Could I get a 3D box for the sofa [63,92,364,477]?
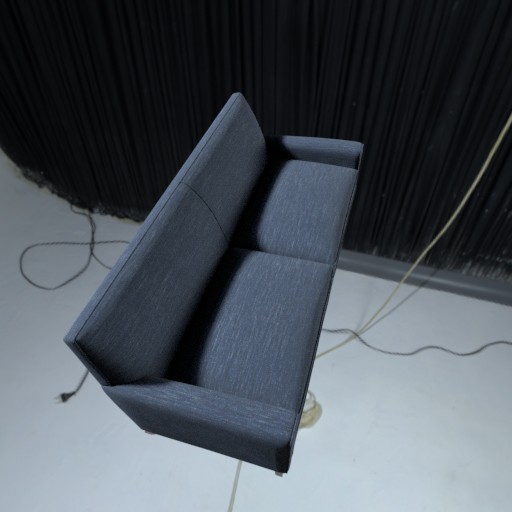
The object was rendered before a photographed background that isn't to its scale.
[{"bbox_3d":[0.000,0.000,2.409,0.875,0.846,1.976,12,48,11],"label":"sofa"}]
